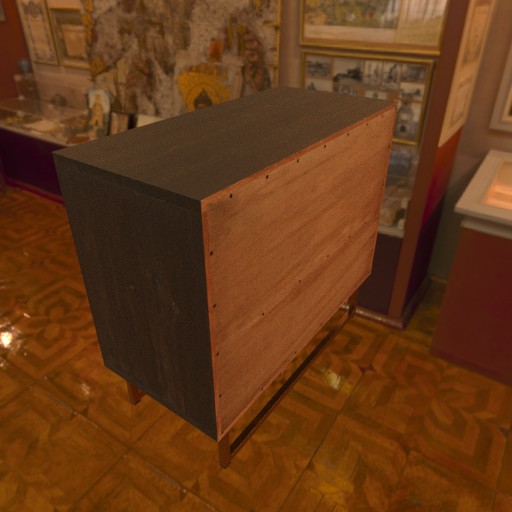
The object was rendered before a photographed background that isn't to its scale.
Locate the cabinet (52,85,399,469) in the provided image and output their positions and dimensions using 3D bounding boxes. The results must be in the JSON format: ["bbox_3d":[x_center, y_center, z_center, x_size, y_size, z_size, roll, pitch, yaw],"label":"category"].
[{"bbox_3d":[0.000,0.000,1.440,0.451,0.860,0.950,21,37,30],"label":"cabinet"}]
